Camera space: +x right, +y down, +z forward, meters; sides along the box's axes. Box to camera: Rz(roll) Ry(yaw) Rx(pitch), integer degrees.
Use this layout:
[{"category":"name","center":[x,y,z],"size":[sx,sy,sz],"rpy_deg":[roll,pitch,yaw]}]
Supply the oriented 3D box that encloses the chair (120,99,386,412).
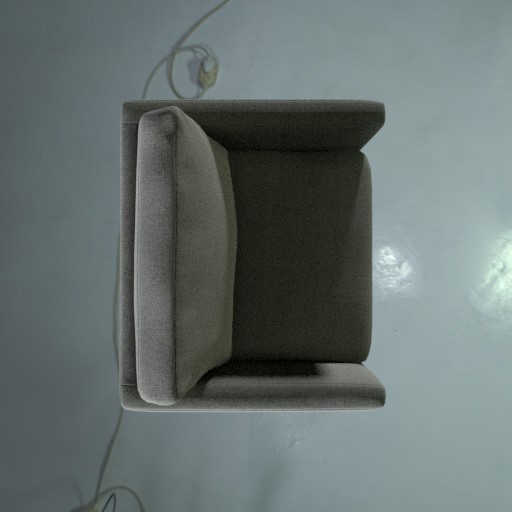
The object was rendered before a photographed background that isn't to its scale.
[{"category":"chair","center":[0.000,0.000,1.801],"size":[0.959,0.963,1.107],"rpy_deg":[0,89,0]}]
